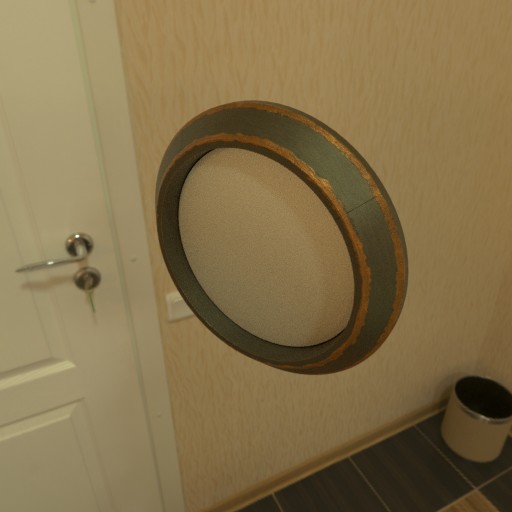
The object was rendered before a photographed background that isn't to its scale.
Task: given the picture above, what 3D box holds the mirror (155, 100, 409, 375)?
[{"bbox_3d":[0.000,0.000,1.376,0.907,0.907,0.111,19,35,29],"label":"mirror"}]
